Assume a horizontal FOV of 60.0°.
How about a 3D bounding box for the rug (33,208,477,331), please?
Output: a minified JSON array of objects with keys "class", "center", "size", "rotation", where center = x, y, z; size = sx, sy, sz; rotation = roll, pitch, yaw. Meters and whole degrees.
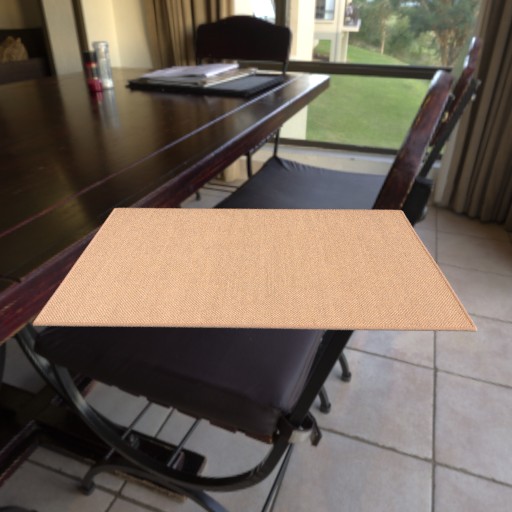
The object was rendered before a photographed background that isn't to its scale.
[{"class":"rug","center":[0.000,0.000,2.120],"size":[1.676,0.013,1.067],"rotation":[1,30,1]}]
